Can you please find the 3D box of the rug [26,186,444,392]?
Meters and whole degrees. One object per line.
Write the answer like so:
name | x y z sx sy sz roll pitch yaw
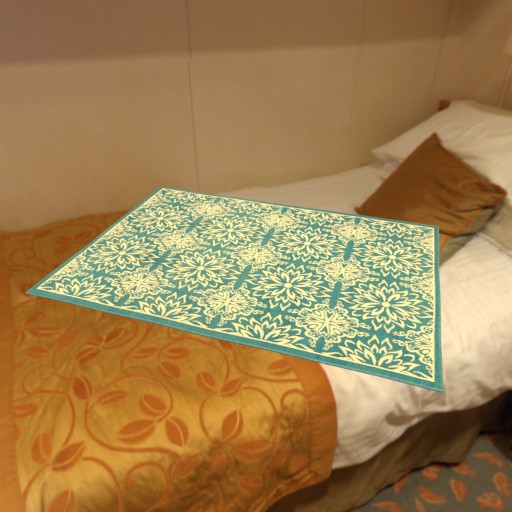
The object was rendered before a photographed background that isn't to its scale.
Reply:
rug | 0.000 0.000 2.806 2.205 0.012 1.554 10 34 15
